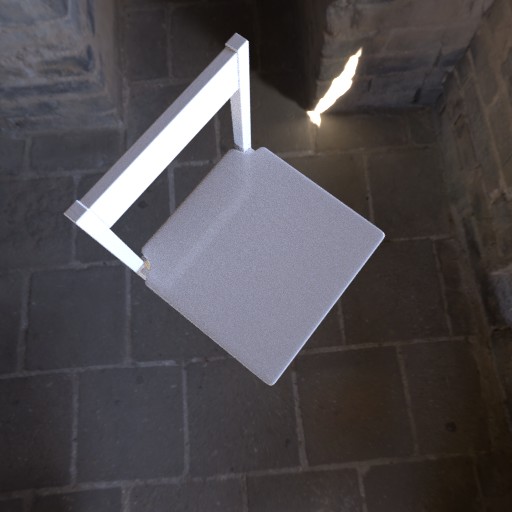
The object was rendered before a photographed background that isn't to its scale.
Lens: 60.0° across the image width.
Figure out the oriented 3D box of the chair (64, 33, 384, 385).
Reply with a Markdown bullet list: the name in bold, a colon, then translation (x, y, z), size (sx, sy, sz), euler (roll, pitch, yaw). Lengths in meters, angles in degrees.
- **chair**: translation (0.000, 0.000, 0.903), size (0.361, 0.668, 0.367), euler (37, 79, 9)
